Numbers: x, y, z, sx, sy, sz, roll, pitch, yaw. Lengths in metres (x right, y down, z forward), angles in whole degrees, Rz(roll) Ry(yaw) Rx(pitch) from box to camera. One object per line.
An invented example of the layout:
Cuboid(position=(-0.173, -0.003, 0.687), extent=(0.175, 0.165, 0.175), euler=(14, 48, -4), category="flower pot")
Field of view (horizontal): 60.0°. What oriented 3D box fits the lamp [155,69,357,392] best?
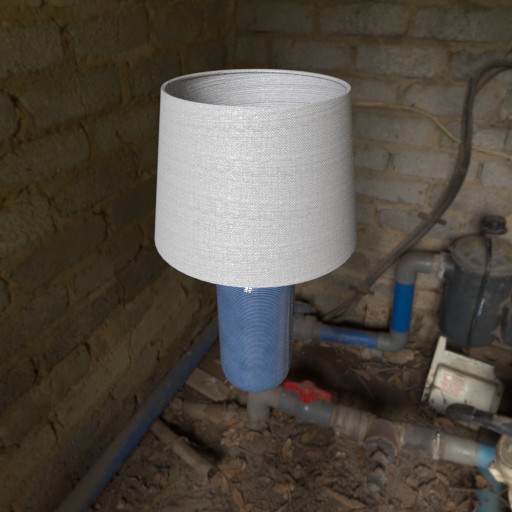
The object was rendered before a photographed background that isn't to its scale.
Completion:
Cuboid(position=(0.000, 0.000, 0.584), extent=(0.253, 0.428, 0.253), euler=(0, 32, 0), category="lamp")
